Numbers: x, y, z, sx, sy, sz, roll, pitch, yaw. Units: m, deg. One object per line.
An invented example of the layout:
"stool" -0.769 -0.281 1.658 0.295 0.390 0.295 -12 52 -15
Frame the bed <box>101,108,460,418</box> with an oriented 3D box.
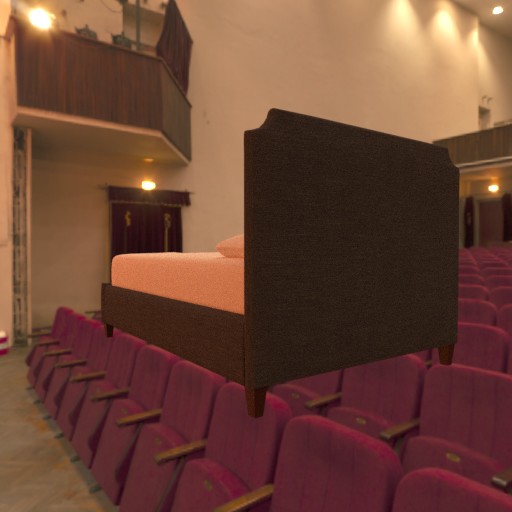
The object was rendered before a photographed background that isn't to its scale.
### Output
"bed" 0.000 0.000 3.417 1.713 1.443 2.372 -1 1 -35
